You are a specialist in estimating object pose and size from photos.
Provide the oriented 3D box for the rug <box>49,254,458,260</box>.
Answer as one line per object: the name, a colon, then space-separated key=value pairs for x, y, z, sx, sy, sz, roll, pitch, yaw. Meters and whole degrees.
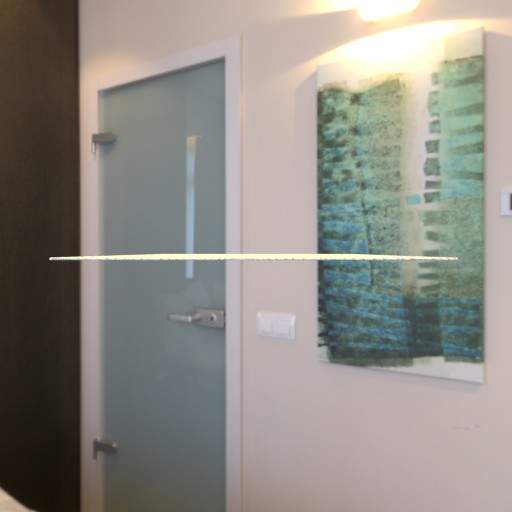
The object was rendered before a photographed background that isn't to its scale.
rug: x=0.000 y=0.000 z=4.174 sx=2.457 sy=0.015 sz=3.049 roll=0 pitch=1 yaw=1
